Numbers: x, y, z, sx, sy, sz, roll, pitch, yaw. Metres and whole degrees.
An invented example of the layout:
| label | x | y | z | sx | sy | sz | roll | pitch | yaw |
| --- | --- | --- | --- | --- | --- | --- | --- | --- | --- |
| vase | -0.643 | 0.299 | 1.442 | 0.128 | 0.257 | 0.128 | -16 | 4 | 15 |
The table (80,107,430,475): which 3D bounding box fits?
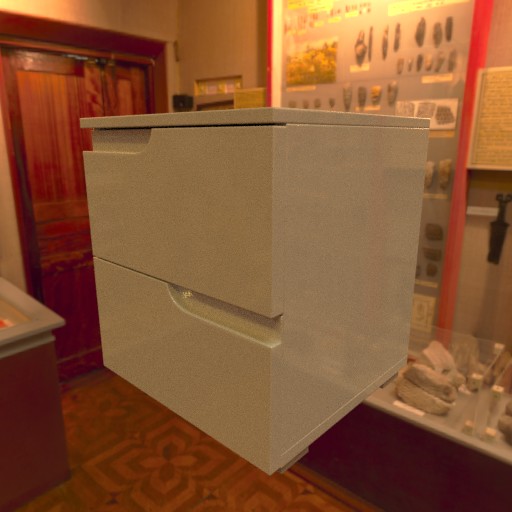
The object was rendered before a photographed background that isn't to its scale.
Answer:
| label | x | y | z | sx | sy | sz | roll | pitch | yaw |
| --- | --- | --- | --- | --- | --- | --- | --- | --- | --- |
| table | 0.000 | 0.000 | 0.793 | 0.420 | 0.470 | 0.400 | 13 | 20 | 41 |
